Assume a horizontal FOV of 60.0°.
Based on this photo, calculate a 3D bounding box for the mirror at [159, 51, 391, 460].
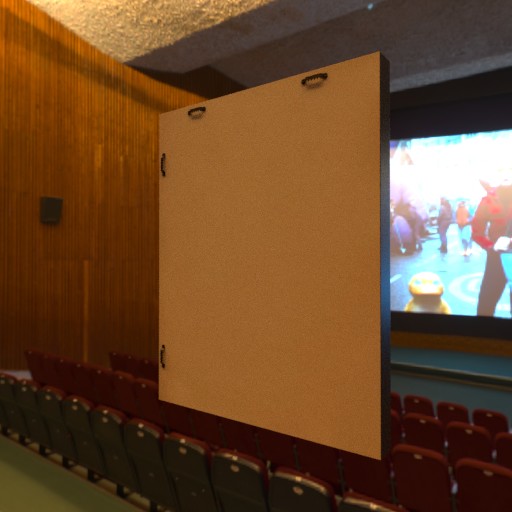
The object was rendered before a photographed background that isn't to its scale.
[{"bbox_3d":[0.000,0.000,0.682,0.405,0.508,0.041,0,-1,36],"label":"mirror"}]
